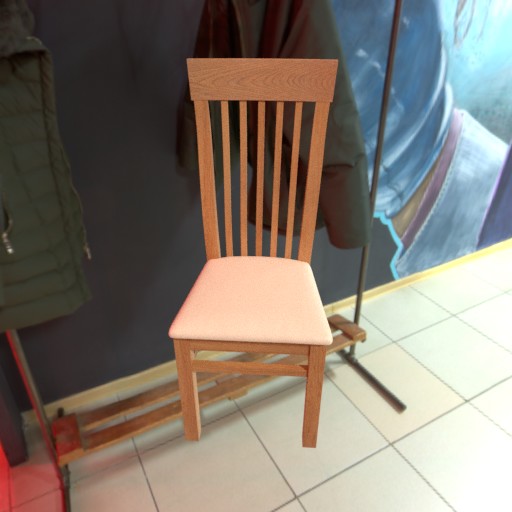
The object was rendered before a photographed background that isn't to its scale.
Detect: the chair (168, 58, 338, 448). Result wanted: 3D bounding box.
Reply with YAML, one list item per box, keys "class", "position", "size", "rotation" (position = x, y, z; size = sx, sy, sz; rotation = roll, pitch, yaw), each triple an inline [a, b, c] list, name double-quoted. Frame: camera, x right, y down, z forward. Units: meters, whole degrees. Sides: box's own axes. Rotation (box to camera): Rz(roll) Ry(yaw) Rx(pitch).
- class: "chair"
  position: [0.000, 0.000, 1.356]
  size: [0.450, 1.050, 0.580]
  rotation: [2, 30, 3]
